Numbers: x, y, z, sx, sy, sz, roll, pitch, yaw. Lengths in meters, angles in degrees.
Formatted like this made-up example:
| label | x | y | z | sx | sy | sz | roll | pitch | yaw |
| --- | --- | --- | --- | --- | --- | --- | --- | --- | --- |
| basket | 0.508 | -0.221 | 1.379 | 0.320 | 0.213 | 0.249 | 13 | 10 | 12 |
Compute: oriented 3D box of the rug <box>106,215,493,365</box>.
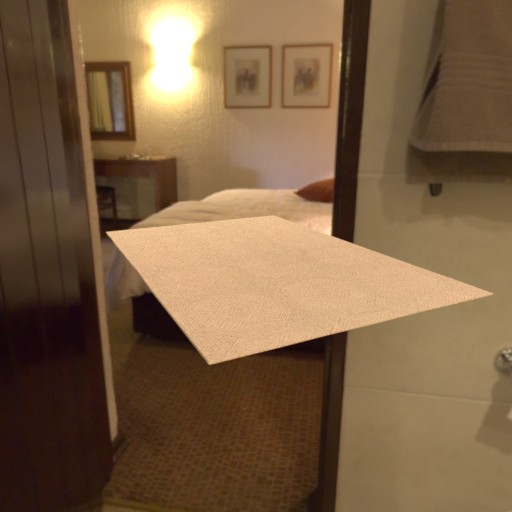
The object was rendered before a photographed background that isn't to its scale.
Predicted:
| label | x | y | z | sx | sy | sz | roll | pitch | yaw |
| --- | --- | --- | --- | --- | --- | --- | --- | --- | --- |
| rug | 0.000 | 0.000 | 2.313 | 1.236 | 0.009 | 1.839 | -8 | 18 | -26 |
